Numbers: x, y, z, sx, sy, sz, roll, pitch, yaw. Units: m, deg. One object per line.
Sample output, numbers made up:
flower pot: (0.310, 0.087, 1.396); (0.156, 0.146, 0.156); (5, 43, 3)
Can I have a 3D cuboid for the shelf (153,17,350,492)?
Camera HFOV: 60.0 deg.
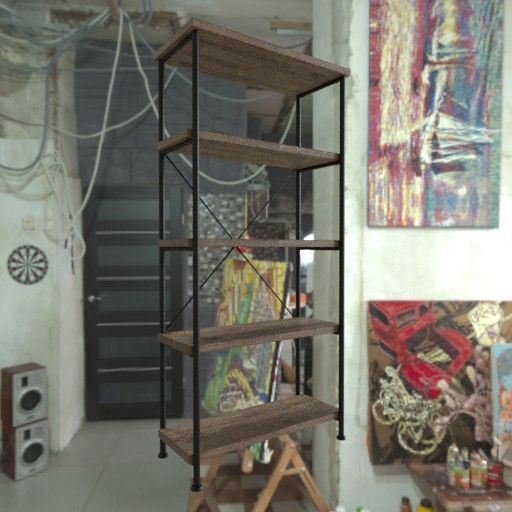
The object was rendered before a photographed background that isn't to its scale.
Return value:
shelf: (0.000, 0.000, 1.956); (0.800, 1.700, 0.360); (-1, 1, -35)
